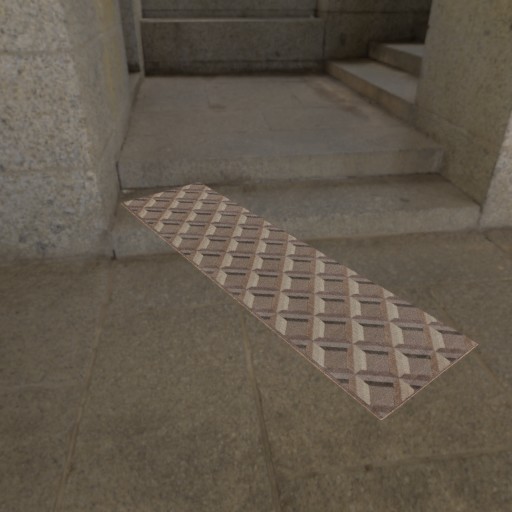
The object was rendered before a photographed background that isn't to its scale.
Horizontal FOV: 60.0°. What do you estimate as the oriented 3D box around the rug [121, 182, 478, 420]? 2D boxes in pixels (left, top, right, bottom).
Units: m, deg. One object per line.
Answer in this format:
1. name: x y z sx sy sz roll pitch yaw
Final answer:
1. rug: 0.000 0.000 2.659 0.685 0.013 2.437 -22 38 -31
